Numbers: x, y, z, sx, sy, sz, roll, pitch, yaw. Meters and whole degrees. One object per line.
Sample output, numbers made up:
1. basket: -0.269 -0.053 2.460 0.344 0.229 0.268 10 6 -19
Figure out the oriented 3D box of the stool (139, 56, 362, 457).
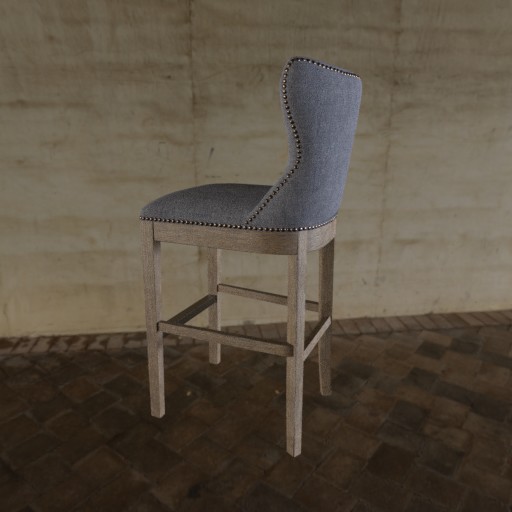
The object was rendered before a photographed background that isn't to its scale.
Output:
1. stool: 0.000 0.000 1.447 0.606 1.123 0.494 7 18 24
